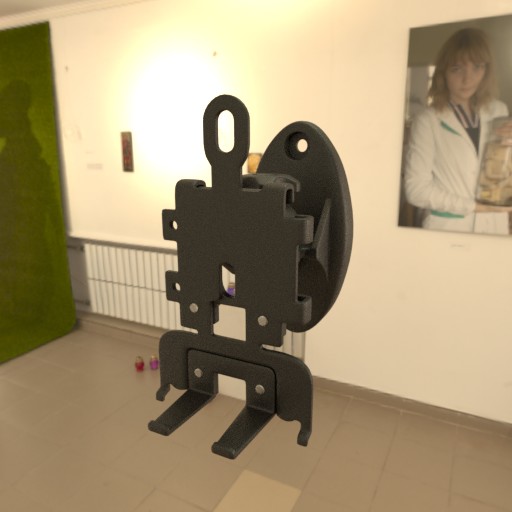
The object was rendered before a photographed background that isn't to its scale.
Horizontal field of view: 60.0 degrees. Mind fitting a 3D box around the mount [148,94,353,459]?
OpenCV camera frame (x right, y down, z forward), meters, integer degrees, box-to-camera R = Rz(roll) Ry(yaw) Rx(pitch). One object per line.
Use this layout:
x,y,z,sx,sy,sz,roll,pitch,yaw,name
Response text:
0.000,0.000,0.177,0.066,0.118,0.100,7,16,26,mount
